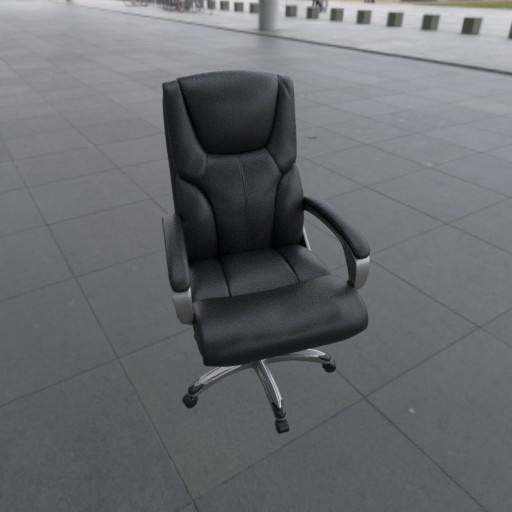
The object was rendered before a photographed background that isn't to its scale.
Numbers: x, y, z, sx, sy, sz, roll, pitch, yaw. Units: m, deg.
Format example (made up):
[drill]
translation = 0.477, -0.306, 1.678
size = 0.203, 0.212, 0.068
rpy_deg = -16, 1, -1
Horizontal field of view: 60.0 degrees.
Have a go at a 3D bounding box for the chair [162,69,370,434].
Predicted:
[chair]
translation = 0.000, 0.000, 1.596
size = 0.663, 1.155, 0.739
rpy_deg = -10, 33, -15
